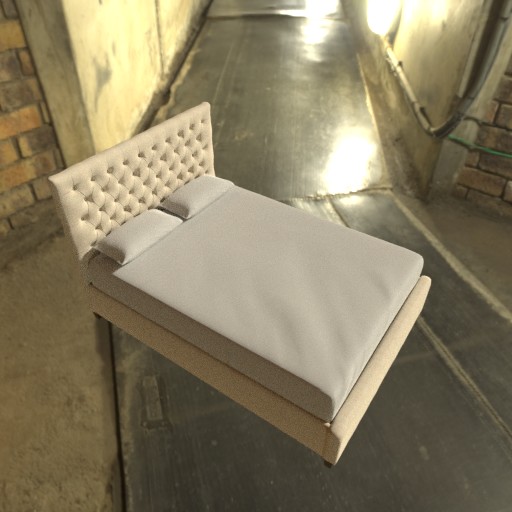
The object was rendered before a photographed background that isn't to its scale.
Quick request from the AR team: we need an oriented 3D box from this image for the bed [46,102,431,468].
[{"bbox_3d":[0.000,0.000,3.475,2.387,1.427,1.698,24,46,26],"label":"bed"}]
